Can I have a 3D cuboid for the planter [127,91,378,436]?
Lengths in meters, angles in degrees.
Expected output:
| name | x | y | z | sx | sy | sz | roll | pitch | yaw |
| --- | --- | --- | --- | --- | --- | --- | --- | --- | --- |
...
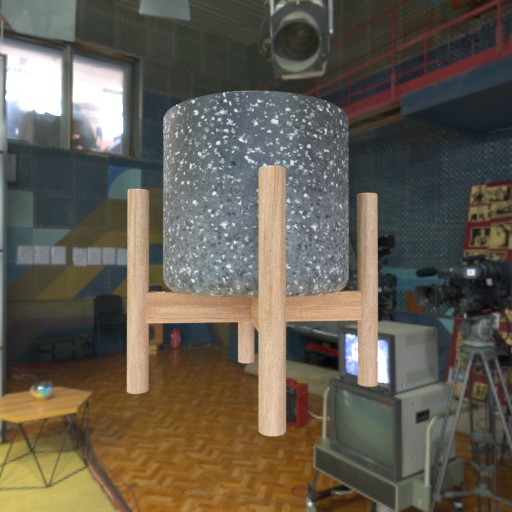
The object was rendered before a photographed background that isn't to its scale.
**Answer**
| name | x | y | z | sx | sy | sz | roll | pitch | yaw |
| --- | --- | --- | --- | --- | --- | --- | --- | --- | --- |
| planter | 0.000 | 0.000 | 0.542 | 0.284 | 0.320 | 0.284 | 0 | -1 | 17 |
